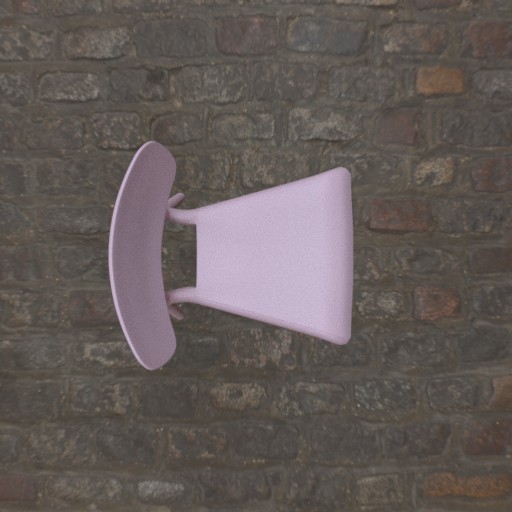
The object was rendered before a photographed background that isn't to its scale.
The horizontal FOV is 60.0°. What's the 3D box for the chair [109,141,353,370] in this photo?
[{"bbox_3d":[0.000,0.000,0.832,0.401,0.580,0.356,0,90,0],"label":"chair"}]
